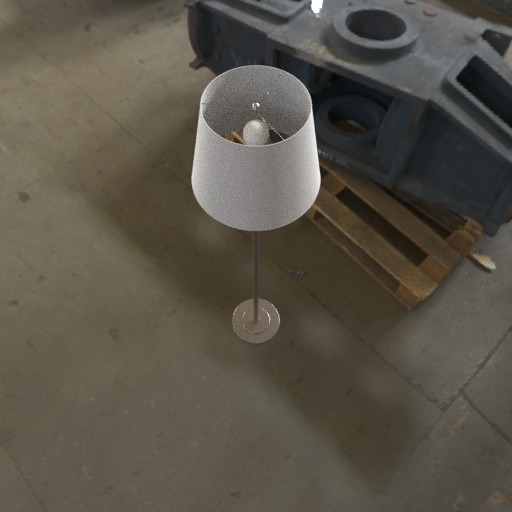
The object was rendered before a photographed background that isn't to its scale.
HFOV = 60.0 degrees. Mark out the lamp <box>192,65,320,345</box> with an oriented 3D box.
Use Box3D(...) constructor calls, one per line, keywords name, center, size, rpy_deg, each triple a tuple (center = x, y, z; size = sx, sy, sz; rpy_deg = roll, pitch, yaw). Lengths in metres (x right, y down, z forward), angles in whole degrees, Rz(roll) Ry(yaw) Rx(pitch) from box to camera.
Box3D(name="lamp", center=(0.000, 0.000, 1.648), size=(0.355, 1.473, 0.355), rpy_deg=(0, 62, 0))
